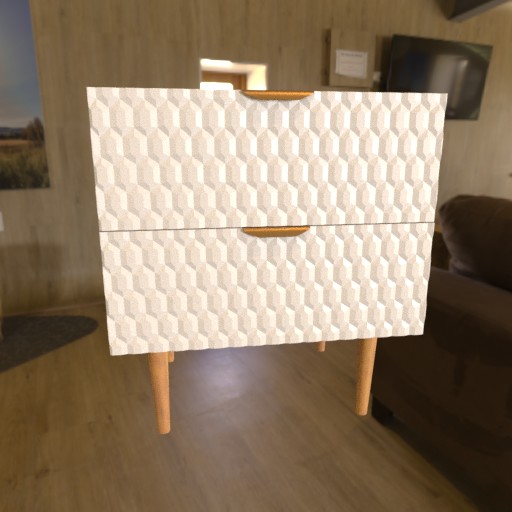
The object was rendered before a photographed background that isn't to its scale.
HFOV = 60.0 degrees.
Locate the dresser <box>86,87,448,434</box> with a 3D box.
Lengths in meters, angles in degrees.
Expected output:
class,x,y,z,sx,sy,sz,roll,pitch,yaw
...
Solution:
class,x,y,z,sx,sy,sz,roll,pitch,yaw
dresser,0.000,0.000,0.867,0.503,0.568,0.414,-2,14,-8
